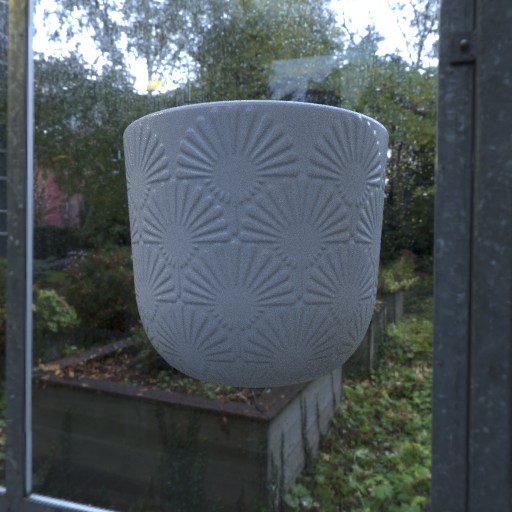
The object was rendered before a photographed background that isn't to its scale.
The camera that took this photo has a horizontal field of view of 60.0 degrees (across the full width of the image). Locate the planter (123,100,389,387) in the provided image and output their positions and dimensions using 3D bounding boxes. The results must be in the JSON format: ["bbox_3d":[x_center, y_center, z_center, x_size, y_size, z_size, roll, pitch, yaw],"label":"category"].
[{"bbox_3d":[0.000,0.000,0.296,0.170,0.152,0.170,0,1,0],"label":"planter"}]
